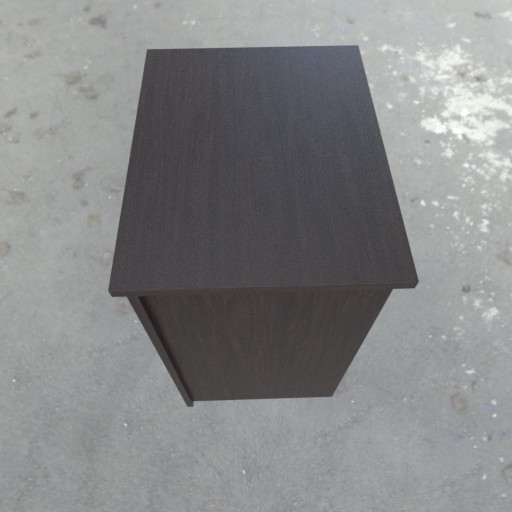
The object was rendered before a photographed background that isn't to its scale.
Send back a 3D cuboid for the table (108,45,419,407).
[{"bbox_3d":[0.000,0.000,0.931,0.381,0.635,0.480,-2,58,-1],"label":"table"}]
